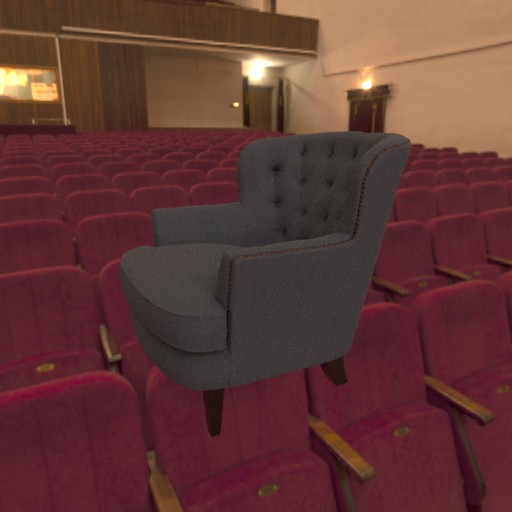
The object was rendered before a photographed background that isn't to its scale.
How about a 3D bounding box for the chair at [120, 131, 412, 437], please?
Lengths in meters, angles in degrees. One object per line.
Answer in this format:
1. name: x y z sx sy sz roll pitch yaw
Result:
1. chair: 0.000 0.000 1.595 0.906 0.868 0.848 -8 17 -26
